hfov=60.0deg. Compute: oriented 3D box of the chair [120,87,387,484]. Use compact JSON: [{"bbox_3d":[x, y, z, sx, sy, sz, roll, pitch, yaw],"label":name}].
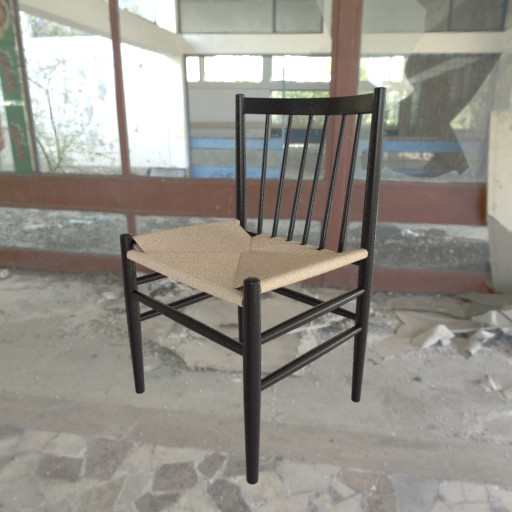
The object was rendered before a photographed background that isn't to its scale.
[{"bbox_3d":[0.000,0.000,1.154,0.516,0.818,0.495,-17,24,-42],"label":"chair"}]
